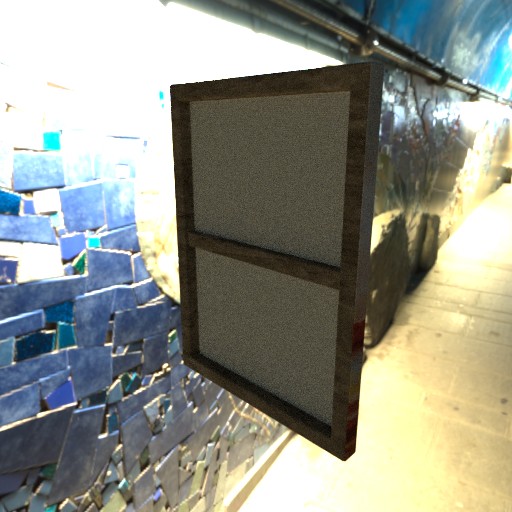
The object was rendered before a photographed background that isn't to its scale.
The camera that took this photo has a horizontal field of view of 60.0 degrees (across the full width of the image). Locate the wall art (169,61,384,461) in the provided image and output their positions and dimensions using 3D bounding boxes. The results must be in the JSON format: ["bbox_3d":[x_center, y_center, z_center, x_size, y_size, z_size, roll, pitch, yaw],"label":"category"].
[{"bbox_3d":[0.000,0.000,0.799,0.035,0.605,0.443,-15,22,-43],"label":"wall art"}]
